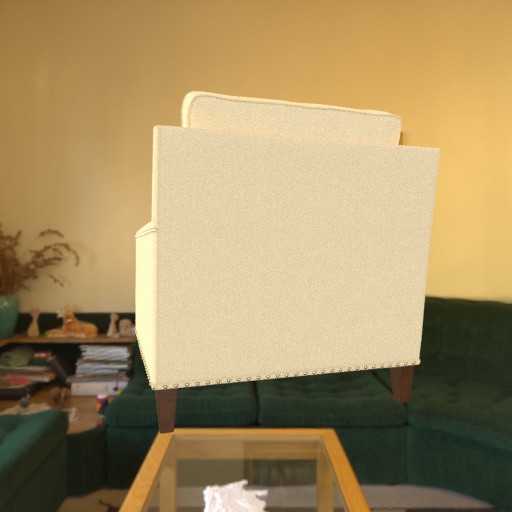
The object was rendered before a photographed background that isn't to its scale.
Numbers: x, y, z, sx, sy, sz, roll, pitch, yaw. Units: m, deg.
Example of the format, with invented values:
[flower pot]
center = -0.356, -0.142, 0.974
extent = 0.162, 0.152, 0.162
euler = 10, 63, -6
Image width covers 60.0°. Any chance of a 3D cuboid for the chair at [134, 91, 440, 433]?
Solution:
[chair]
center = 0.000, 0.000, 1.684
extent = 0.853, 0.943, 1.014
euler = 0, 1, -18
